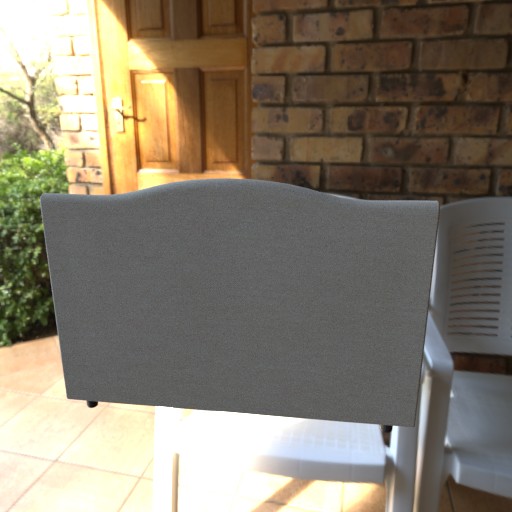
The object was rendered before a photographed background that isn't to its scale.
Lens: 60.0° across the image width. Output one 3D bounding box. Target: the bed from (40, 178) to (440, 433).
[{"bbox_3d":[0.000,0.000,3.451,2.083,1.421,2.182,2,16,7],"label":"bed"}]
